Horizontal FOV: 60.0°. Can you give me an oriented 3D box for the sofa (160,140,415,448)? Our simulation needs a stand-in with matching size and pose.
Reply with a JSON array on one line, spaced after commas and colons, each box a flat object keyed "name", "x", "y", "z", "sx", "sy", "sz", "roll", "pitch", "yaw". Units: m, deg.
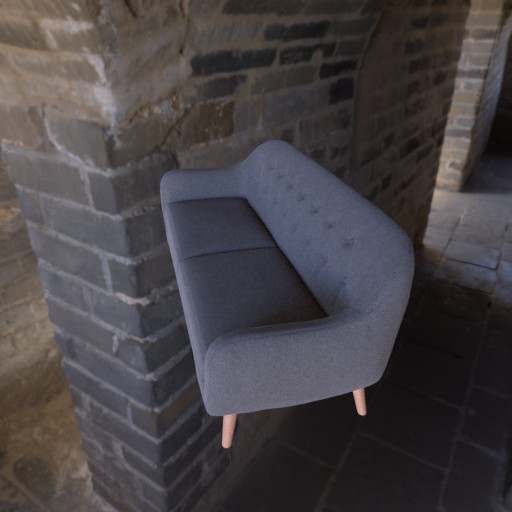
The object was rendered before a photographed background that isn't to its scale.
[{"name": "sofa", "x": 0.000, "y": 0.000, "z": 2.271, "sx": 0.820, "sy": 0.820, "sz": 1.840, "roll": -7, "pitch": 29, "yaw": -13}]
